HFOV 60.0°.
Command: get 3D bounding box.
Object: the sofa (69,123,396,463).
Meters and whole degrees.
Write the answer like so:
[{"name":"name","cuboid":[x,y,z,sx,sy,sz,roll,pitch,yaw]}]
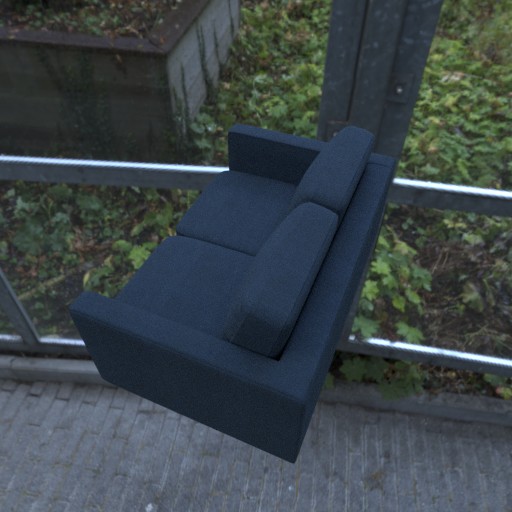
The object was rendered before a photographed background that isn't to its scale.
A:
[{"name":"sofa","cuboid":[0.000,0.000,2.209,0.999,0.930,1.518,17,48,16]}]
